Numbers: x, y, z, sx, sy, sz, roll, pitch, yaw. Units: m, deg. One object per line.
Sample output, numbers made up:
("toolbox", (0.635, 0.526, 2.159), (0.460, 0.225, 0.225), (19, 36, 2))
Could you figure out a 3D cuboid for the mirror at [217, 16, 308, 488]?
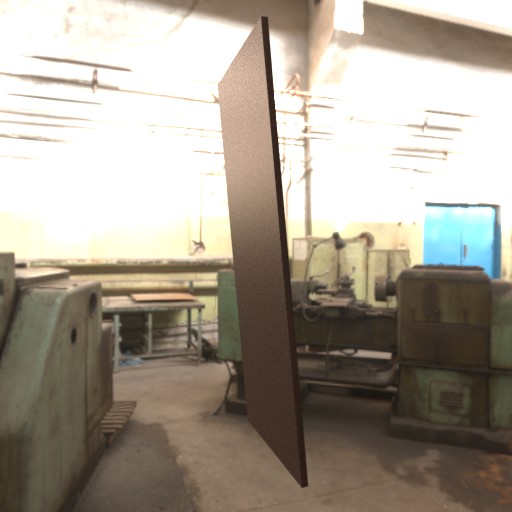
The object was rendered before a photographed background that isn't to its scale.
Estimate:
("mirror", (0.000, 0.000, 2.285), (0.221, 2.020, 0.812), (0, 1, -18))
